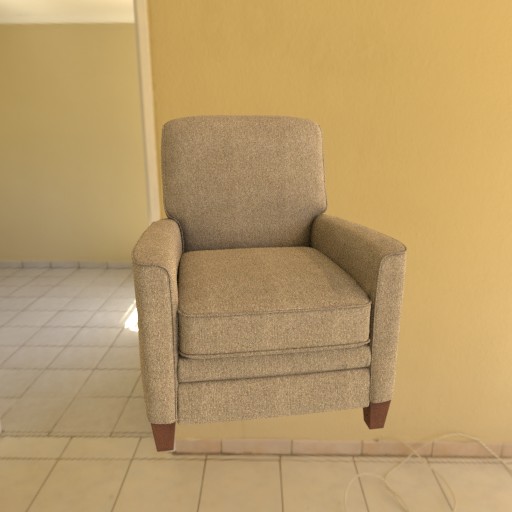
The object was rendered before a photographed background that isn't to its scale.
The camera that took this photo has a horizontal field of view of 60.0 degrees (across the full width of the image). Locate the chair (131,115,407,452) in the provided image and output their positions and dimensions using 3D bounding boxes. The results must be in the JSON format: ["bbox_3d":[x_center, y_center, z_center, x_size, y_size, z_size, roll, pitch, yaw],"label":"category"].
[{"bbox_3d":[0.000,0.000,1.656,0.841,1.028,0.858,-2,16,-9],"label":"chair"}]
